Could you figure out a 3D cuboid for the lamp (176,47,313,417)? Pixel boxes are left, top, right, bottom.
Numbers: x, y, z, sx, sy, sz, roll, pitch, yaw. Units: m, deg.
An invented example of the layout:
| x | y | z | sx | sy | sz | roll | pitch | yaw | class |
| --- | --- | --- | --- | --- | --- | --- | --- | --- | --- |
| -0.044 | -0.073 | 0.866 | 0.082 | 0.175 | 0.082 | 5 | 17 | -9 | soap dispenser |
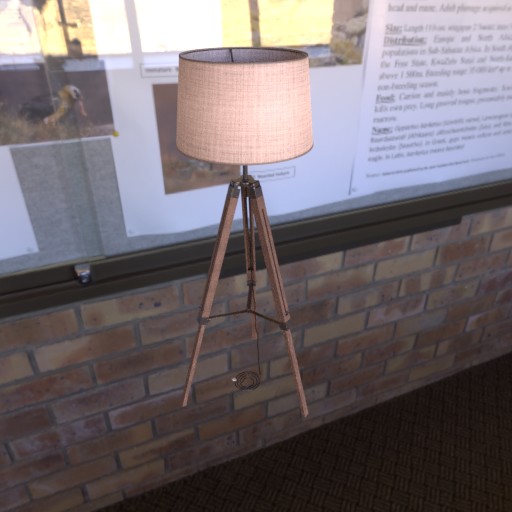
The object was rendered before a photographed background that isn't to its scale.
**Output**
| x | y | z | sx | sy | sz | roll | pitch | yaw | class |
| --- | --- | --- | --- | --- | --- | --- | --- | --- | --- |
| 0.000 | 0.000 | 1.814 | 0.587 | 1.510 | 0.604 | 20 | 36 | 29 | lamp |
